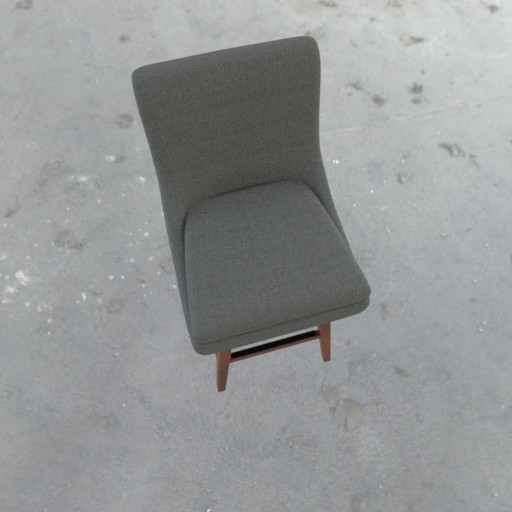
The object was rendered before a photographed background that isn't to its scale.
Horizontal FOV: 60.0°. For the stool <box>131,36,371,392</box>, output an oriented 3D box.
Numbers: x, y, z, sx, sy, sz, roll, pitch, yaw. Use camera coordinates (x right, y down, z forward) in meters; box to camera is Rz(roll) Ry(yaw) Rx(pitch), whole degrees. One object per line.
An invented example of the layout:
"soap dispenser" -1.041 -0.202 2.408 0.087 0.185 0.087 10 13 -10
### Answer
"stool" 0.000 0.000 1.251 0.447 0.977 0.524 -14 64 -7
